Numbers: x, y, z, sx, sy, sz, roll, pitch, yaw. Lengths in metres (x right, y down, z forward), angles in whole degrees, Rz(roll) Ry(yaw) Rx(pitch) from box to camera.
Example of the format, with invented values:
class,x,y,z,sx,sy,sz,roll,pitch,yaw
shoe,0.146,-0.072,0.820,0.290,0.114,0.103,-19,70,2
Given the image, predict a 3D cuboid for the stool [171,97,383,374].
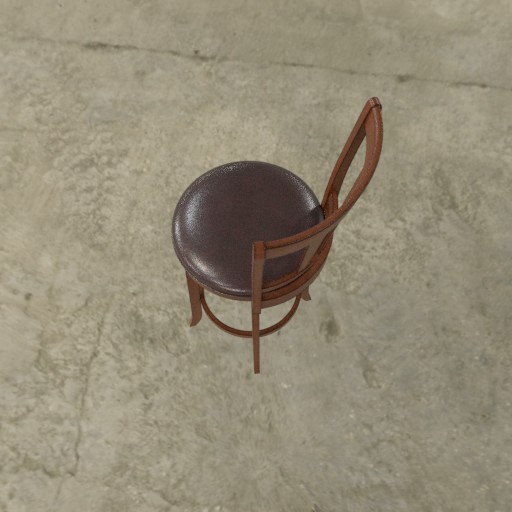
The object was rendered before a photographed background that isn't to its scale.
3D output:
class,x,y,z,sx,sy,sz,roll,pitch,yaw
stool,0.000,0.000,1.437,0.503,1.177,0.464,33,68,15
